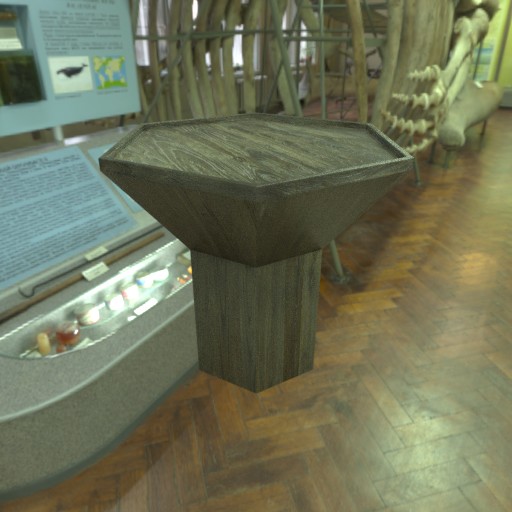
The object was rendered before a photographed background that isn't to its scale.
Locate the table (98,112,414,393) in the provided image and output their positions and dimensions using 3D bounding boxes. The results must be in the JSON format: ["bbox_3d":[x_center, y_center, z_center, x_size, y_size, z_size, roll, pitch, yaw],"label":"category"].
[{"bbox_3d":[0.000,0.000,1.115,0.592,0.586,0.683,0,27,0],"label":"table"}]
